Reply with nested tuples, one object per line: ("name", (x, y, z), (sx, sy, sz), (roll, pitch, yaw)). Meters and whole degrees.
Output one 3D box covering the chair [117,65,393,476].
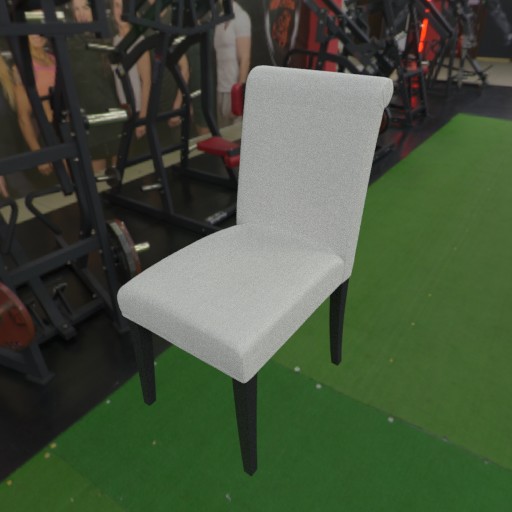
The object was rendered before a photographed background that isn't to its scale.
("chair", (0.000, 0.000, 1.341), (0.452, 0.976, 0.708), (20, 36, 31))
